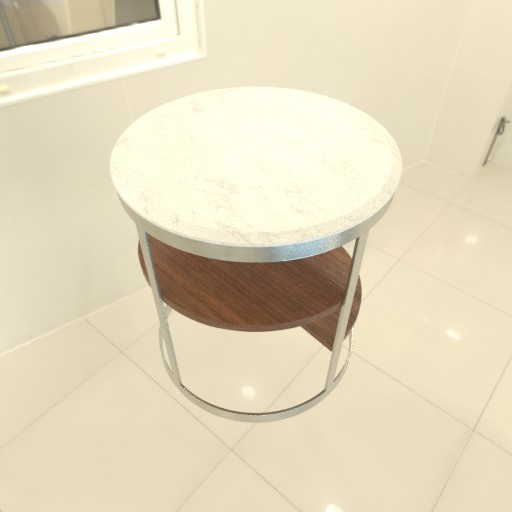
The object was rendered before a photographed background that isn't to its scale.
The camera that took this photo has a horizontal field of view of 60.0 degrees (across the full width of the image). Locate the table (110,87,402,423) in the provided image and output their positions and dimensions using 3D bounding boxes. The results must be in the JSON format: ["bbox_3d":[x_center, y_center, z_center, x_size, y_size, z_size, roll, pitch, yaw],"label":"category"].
[{"bbox_3d":[0.000,0.000,0.786,0.407,0.447,0.407,0,44,0],"label":"table"}]
